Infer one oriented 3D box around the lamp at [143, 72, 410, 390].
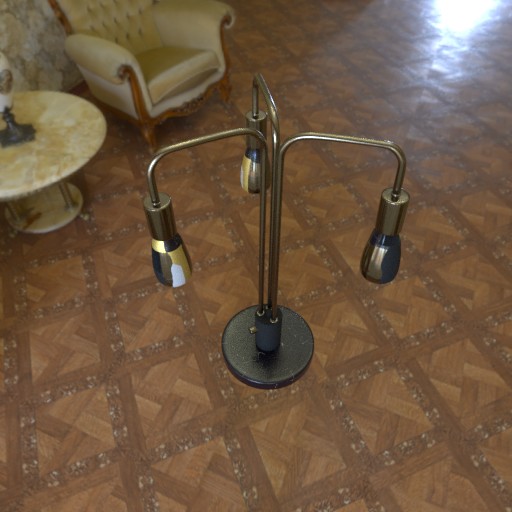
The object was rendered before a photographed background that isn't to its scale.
[{"bbox_3d":[0.000,0.000,0.809,0.368,0.560,0.355,-17,49,-16],"label":"lamp"}]
